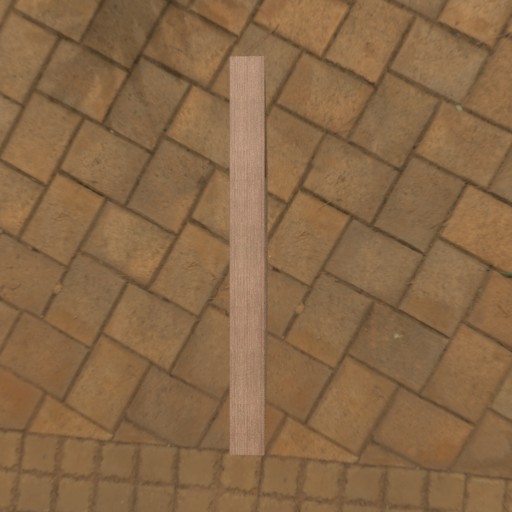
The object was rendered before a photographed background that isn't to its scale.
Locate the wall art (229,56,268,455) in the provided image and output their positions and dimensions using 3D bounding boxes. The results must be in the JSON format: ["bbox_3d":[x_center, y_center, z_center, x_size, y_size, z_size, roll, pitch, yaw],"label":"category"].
[{"bbox_3d":[0.000,0.000,0.648,0.031,0.509,0.356,0,90,2],"label":"wall art"}]
